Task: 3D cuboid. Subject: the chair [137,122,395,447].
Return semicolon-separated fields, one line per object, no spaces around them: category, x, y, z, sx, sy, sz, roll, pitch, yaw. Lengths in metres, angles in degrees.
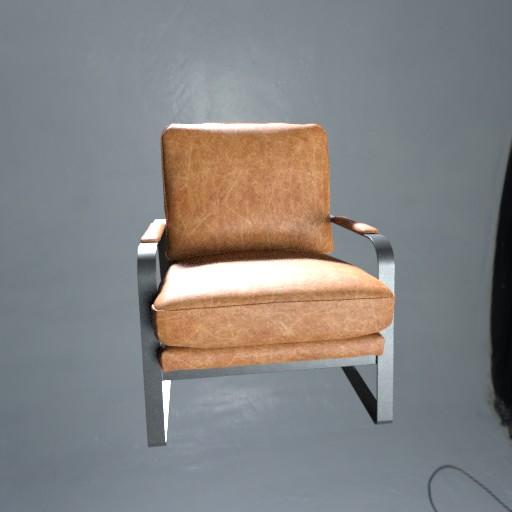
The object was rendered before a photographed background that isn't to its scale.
chair;0.000;0.000;1.364;0.651;0.777;0.801;-3;18;-8
